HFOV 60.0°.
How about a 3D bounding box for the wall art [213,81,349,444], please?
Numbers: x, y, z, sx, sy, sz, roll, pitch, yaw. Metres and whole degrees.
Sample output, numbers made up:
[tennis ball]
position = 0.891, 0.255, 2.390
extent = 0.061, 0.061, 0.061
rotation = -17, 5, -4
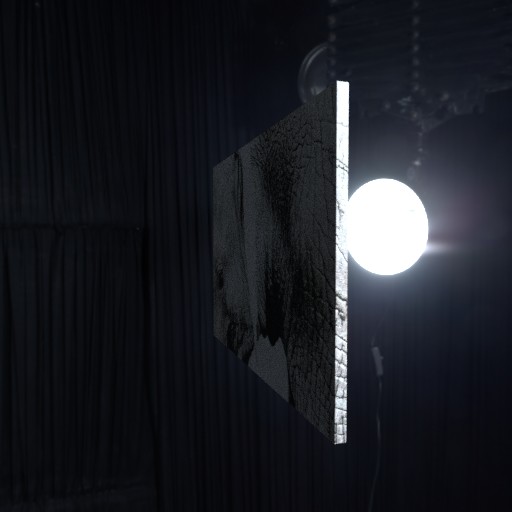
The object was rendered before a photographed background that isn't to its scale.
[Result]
[wall art]
position = 0.000, 0.000, 1.176
extent = 0.023, 0.607, 0.914
rotation = -1, 2, -18
